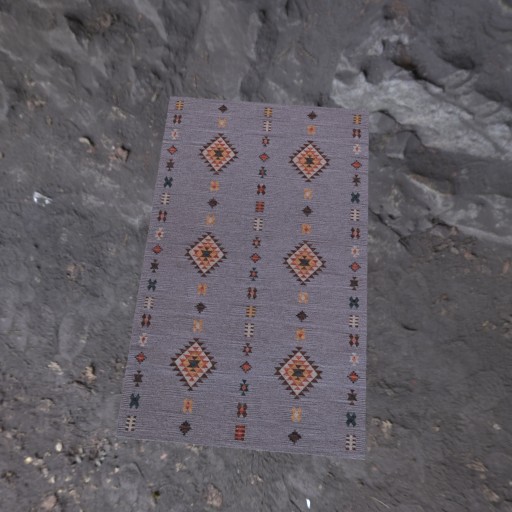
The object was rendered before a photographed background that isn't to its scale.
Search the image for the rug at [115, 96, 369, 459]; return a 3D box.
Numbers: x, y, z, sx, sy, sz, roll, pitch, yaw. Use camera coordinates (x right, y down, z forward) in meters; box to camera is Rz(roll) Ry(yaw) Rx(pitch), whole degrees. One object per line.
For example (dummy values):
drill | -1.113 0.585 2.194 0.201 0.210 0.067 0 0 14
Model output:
rug | 0.000 0.000 3.016 1.515 0.007 2.427 5 73 1
